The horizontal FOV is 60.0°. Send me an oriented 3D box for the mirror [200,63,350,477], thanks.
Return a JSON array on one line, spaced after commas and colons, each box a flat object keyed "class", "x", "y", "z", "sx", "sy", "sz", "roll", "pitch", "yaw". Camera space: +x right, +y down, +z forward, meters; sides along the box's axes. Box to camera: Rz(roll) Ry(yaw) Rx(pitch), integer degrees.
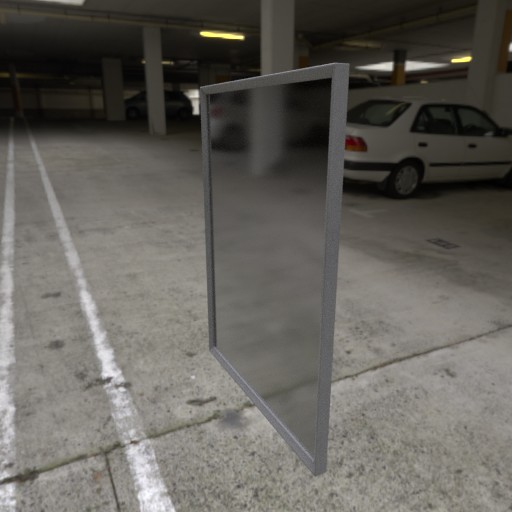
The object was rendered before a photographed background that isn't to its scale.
[{"class": "mirror", "x": 0.000, "y": 0.000, "z": 1.362, "sx": 0.041, "sy": 1.016, "sz": 0.762, "roll": -9, "pitch": 19, "yaw": -26}]
